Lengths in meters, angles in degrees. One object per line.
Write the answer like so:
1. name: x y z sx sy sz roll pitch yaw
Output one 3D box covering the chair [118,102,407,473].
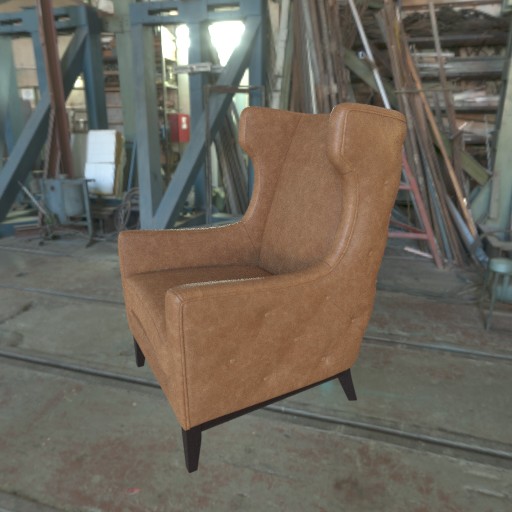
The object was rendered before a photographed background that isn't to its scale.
1. chair: 0.000 0.000 1.666 0.899 1.079 0.766 -9 20 -26
